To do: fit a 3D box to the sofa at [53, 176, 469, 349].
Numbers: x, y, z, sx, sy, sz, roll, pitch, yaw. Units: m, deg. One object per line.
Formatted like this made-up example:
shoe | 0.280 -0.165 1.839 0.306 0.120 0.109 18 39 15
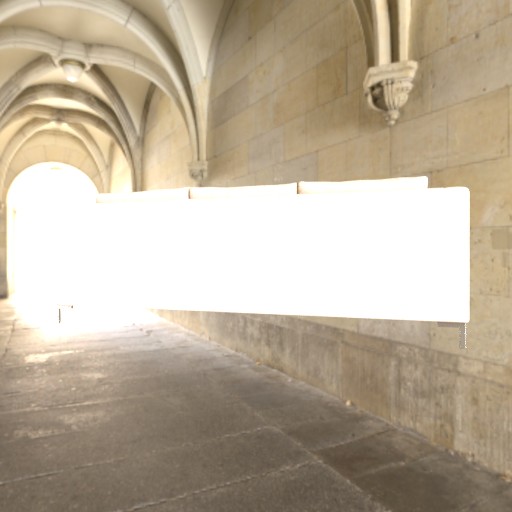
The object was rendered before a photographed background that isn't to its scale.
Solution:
sofa | 0.000 0.000 2.898 2.415 0.867 0.969 0 0 19
